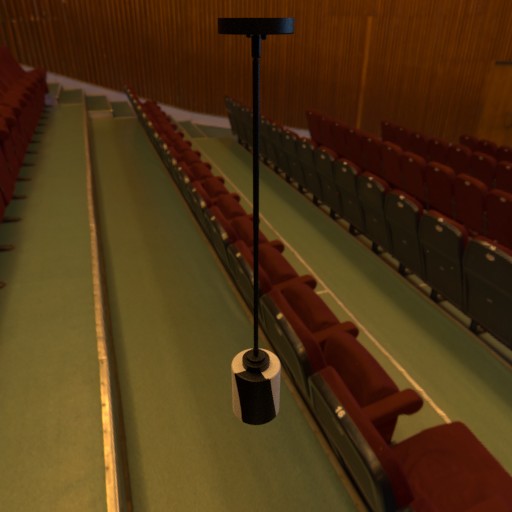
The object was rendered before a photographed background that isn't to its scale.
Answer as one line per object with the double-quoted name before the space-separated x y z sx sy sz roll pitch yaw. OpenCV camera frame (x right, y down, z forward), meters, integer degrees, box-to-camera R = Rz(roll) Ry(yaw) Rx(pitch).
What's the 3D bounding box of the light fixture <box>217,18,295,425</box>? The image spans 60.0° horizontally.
"light fixture" 0.000 0.000 0.912 0.123 0.863 0.123 -10 30 -18
